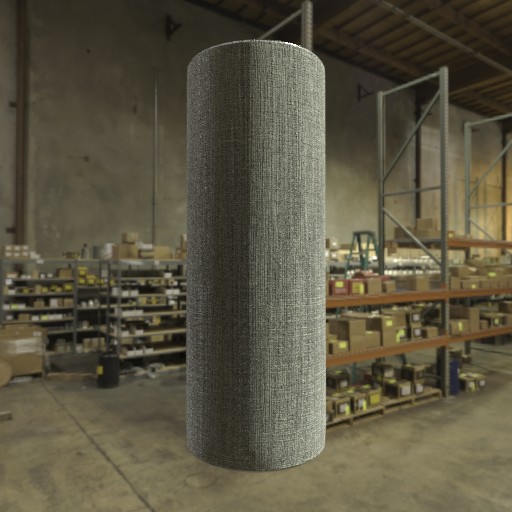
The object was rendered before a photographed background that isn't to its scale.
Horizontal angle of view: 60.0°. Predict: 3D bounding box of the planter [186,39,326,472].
[{"bbox_3d":[0.000,0.000,0.323,0.100,0.270,0.100,1,-1,-36],"label":"planter"}]
